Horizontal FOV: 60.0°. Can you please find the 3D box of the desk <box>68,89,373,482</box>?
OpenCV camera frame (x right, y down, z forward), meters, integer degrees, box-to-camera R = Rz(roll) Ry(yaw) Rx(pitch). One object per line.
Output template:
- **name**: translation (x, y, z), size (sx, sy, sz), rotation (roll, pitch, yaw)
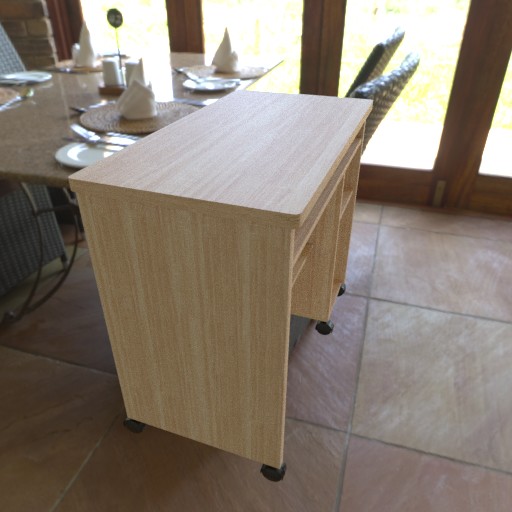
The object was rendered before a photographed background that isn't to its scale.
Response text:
- **desk**: translation (0.000, 0.000, 1.344), size (0.480, 0.770, 0.884), rotation (11, 33, 17)
